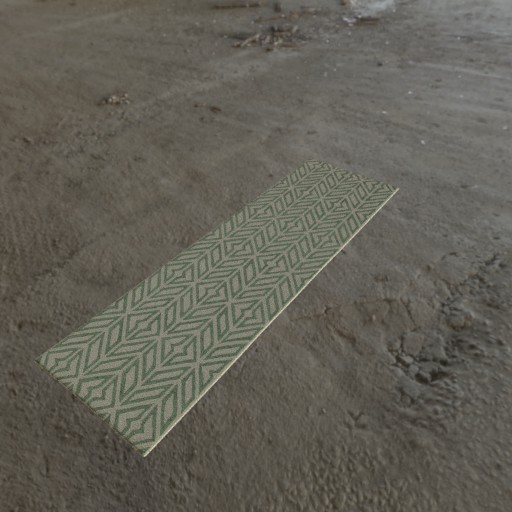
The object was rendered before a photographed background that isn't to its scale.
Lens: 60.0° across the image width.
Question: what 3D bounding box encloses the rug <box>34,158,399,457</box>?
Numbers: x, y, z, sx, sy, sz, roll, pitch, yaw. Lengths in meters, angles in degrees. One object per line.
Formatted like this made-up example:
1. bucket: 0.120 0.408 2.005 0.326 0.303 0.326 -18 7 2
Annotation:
1. rug: 0.000 0.000 2.624 0.750 0.009 2.435 26 47 27
